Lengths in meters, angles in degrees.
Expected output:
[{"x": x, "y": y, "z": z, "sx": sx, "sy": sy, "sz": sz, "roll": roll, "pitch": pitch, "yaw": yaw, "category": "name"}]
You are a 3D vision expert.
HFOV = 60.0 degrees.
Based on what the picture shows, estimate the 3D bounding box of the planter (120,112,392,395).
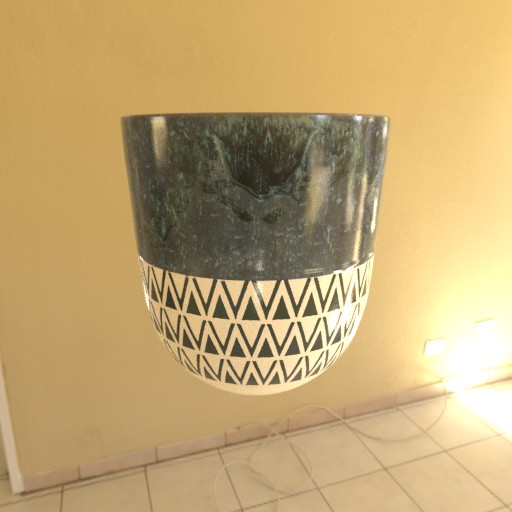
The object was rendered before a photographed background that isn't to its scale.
[{"x": 0.000, "y": 0.000, "z": 0.360, "sx": 0.195, "sy": 0.214, "sz": 0.195, "roll": 0, "pitch": 16, "yaw": 0, "category": "planter"}]
